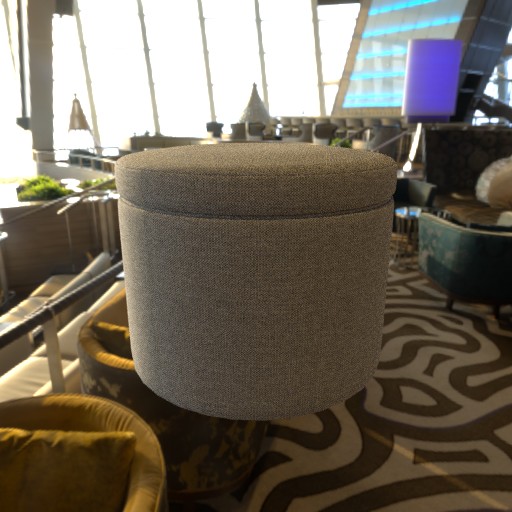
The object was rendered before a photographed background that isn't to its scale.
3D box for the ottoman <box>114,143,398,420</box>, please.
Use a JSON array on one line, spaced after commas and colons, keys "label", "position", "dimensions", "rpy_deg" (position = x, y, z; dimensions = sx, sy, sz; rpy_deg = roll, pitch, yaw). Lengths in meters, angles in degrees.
[{"label": "ottoman", "position": [0.000, 0.000, 0.869], "dimensions": [0.500, 0.419, 0.500], "rpy_deg": [0, 17, 0]}]
